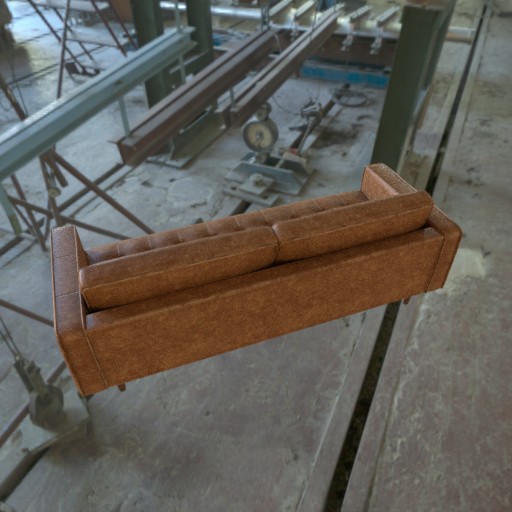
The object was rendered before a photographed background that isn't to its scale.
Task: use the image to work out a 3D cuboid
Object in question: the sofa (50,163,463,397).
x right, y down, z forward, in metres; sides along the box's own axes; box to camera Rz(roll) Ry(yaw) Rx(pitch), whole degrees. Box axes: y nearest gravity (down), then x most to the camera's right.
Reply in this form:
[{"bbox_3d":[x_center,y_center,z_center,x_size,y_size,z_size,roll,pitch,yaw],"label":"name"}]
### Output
[{"bbox_3d":[0.000,0.000,2.615,2.199,0.779,0.886,-14,43,-15],"label":"sofa"}]
